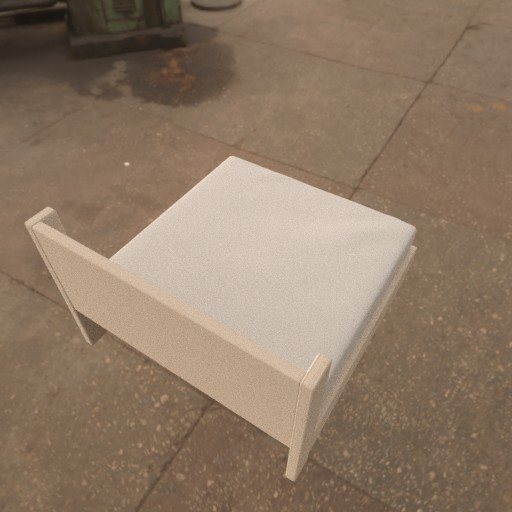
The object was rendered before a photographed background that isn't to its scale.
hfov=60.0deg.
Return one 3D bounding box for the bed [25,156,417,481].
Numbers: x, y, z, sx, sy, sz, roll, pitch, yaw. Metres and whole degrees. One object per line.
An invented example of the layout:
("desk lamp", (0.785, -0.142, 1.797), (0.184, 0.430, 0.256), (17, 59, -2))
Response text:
("bed", (0.000, 0.000, 3.678), (2.145, 1.471, 2.293), (26, 52, 22))
